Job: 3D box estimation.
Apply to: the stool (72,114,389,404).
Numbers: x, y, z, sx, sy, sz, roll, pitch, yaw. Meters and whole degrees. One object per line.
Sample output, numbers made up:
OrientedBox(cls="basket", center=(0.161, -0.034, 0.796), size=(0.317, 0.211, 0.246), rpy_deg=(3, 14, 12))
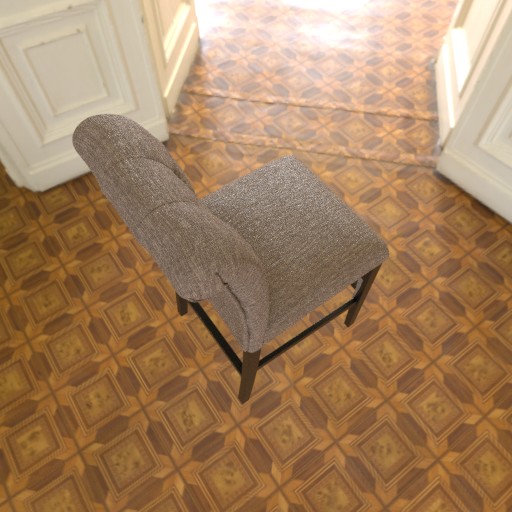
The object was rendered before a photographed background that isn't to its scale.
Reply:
OrientedBox(cls="stool", center=(0.000, 0.000, 1.258), size=(0.611, 0.970, 0.457), rpy_deg=(-32, 64, -18))
